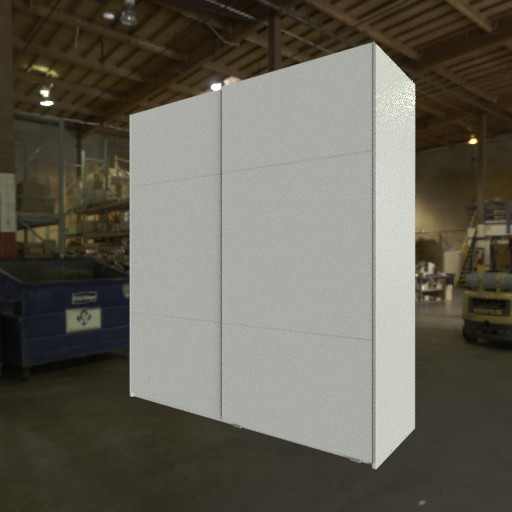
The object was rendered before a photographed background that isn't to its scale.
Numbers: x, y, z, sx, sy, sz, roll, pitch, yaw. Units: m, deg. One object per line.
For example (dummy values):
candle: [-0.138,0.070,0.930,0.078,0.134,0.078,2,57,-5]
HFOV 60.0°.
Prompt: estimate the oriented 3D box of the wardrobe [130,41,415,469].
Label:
wardrobe: [0.000,0.000,2.789,1.780,1.960,0.629,0,0,36]
